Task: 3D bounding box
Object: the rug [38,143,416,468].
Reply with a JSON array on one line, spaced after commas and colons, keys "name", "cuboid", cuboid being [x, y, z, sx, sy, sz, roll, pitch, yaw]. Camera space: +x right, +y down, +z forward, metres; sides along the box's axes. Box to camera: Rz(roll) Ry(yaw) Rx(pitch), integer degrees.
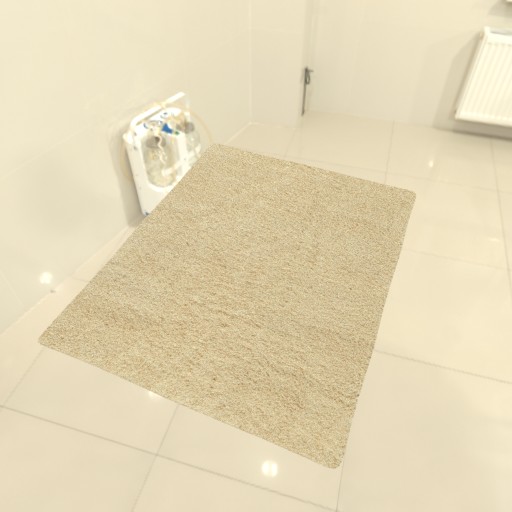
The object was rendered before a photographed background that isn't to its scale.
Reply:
[{"name": "rug", "cuboid": [0.000, 0.000, 4.028, 2.401, 0.025, 3.001, 17, 49, 16]}]
